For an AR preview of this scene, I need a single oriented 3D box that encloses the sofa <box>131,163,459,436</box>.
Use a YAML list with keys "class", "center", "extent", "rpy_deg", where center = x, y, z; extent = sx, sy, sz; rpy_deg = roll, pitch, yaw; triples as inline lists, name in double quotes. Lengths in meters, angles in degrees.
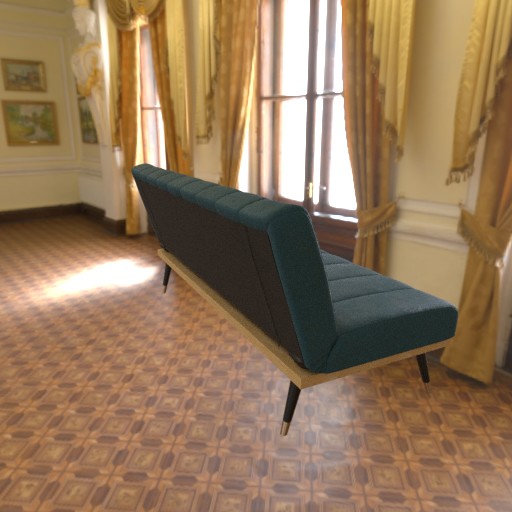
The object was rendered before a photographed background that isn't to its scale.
- class: "sofa"
  center: [0.000, 0.000, 2.237]
  extent: [0.830, 0.825, 1.810]
  rpy_deg: [-8, 18, -26]
